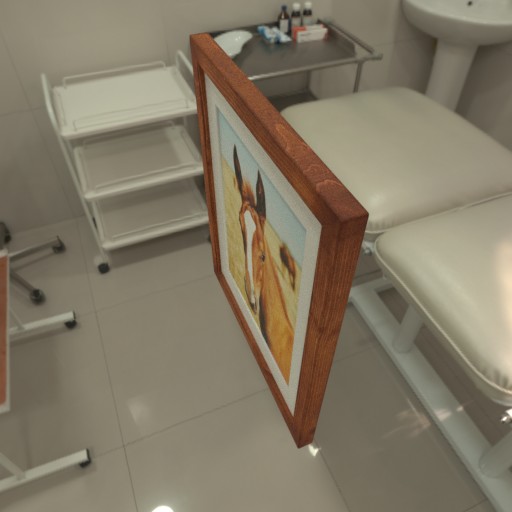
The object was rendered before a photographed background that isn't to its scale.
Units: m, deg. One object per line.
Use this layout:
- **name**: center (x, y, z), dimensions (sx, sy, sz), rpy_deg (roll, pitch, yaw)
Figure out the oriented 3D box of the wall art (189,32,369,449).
- **wall art**: center (0.000, 0.000, 0.747), dimensions (0.030, 0.558, 0.462), rpy_deg (-17, 49, -15)
